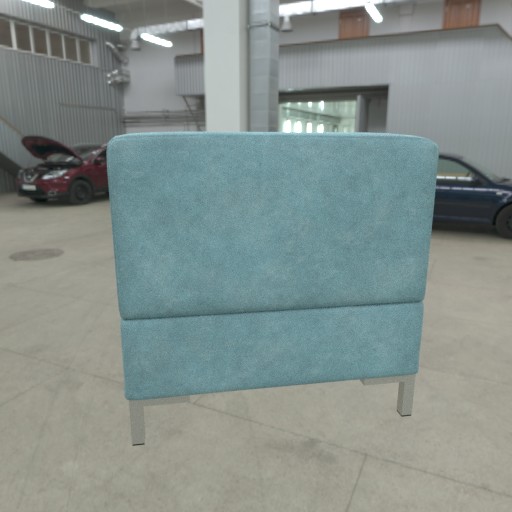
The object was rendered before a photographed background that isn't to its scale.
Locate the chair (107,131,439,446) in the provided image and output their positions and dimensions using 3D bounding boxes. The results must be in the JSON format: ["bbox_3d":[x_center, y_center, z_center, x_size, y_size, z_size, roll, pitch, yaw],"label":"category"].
[{"bbox_3d":[0.000,0.000,1.243,0.691,0.660,0.684,-2,14,-9],"label":"chair"}]
